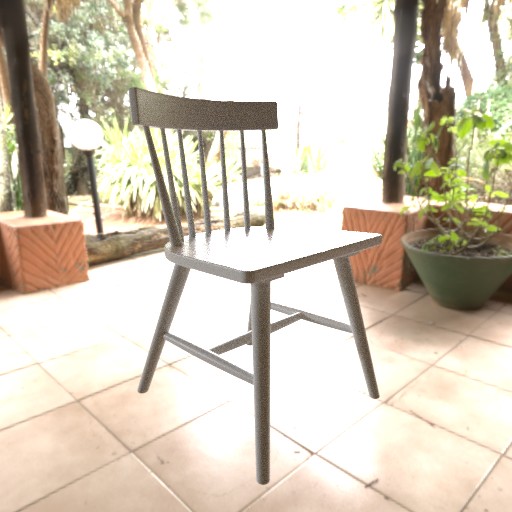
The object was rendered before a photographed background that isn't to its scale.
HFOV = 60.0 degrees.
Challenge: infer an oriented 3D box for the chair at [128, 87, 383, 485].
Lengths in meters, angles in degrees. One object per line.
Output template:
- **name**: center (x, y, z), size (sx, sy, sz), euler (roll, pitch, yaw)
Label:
- **chair**: center (0.000, 0.000, 1.118), size (0.500, 0.787, 0.483), euler (14, 20, 43)
